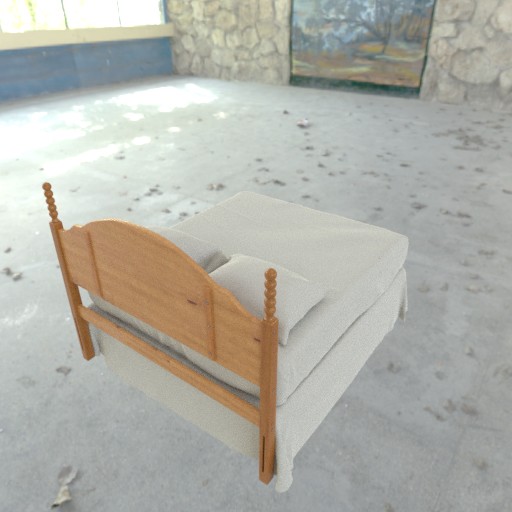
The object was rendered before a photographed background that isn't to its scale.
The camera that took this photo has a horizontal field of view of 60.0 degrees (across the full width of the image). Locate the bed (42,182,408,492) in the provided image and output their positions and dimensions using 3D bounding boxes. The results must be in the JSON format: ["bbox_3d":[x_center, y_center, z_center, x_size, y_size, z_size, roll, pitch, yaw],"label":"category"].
[{"bbox_3d":[0.000,0.000,3.191,1.873,1.356,2.040,20,36,31],"label":"bed"}]
